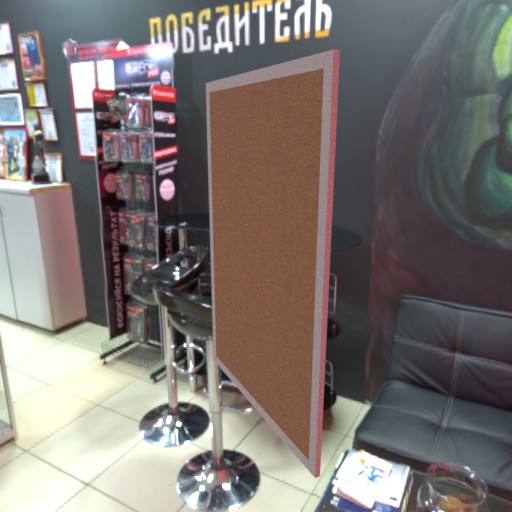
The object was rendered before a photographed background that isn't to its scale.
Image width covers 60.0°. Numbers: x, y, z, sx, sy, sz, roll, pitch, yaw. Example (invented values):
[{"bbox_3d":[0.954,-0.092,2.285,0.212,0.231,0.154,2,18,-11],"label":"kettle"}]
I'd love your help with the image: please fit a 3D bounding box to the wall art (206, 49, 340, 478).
[{"bbox_3d":[0.000,0.000,1.242,0.015,0.965,0.660,-8,17,-26],"label":"wall art"}]
